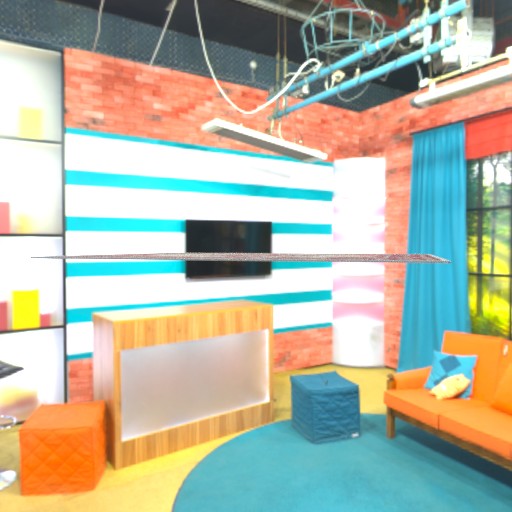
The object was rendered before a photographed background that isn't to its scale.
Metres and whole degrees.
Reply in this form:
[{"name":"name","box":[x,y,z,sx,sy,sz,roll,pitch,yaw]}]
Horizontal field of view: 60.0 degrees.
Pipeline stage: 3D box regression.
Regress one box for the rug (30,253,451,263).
[{"name":"rug","box":[0.000,0.000,2.926,2.232,0.011,1.555,0,1,19]}]
